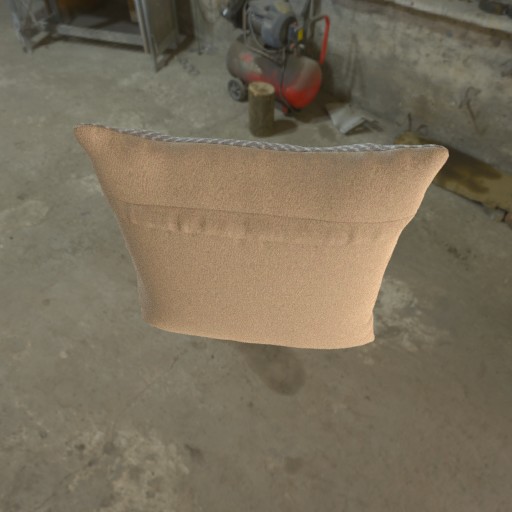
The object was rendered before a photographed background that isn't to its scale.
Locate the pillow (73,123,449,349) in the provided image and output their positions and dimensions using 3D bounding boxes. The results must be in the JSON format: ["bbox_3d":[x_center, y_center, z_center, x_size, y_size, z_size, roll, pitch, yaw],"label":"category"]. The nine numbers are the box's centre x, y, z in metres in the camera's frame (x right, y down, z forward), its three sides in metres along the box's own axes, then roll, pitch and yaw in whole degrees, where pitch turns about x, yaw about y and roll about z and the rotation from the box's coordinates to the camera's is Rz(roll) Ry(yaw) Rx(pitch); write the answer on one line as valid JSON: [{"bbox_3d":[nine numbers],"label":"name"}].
[{"bbox_3d":[0.000,0.000,0.709,0.459,0.458,0.181,5,48,4],"label":"pillow"}]
